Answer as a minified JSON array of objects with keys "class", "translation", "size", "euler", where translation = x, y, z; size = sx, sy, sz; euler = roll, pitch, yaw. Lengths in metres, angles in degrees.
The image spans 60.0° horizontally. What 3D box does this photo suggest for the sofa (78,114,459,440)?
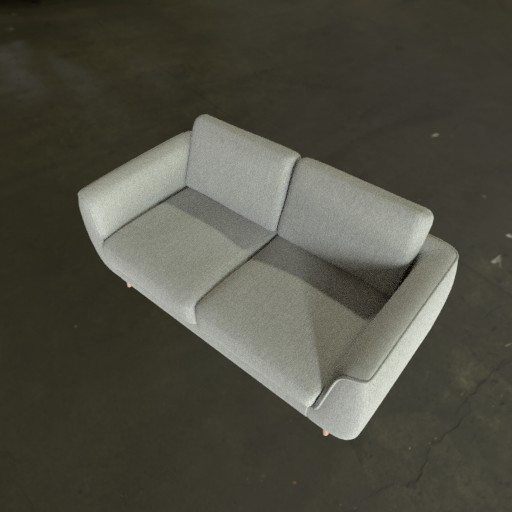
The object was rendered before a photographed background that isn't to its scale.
[{"class":"sofa","translation":[0.000,0.000,2.213],"size":[1.700,0.850,0.920],"euler":[30,53,27]}]
